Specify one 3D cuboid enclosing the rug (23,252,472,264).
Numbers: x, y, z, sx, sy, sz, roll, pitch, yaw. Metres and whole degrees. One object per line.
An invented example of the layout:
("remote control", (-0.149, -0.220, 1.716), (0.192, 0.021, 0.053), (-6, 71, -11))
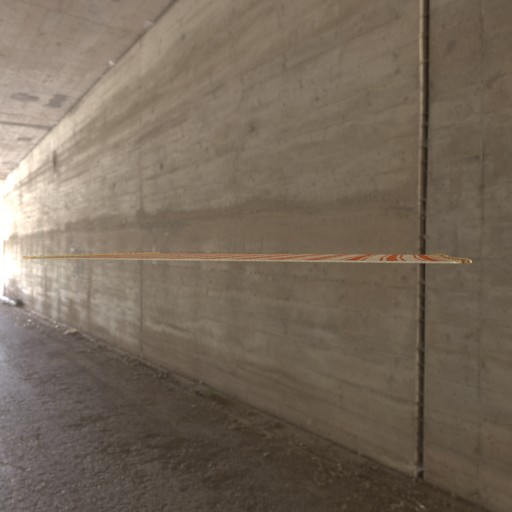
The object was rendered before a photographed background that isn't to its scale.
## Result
("rug", (0.000, 0.000, 2.983), (2.433, 0.022, 1.556), (0, 1, 17))
